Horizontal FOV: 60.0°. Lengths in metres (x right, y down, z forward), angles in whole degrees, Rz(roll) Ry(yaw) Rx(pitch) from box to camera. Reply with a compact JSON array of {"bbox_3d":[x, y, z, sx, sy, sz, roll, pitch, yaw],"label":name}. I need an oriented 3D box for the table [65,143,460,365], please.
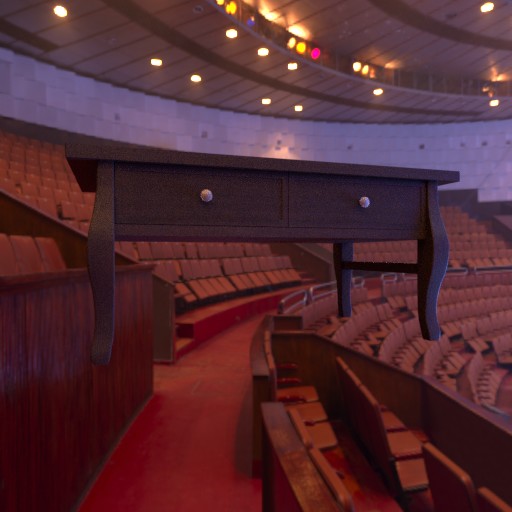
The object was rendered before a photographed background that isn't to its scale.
[{"bbox_3d":[0.000,0.000,1.405,1.062,0.494,0.600,0,0,-18],"label":"table"}]
